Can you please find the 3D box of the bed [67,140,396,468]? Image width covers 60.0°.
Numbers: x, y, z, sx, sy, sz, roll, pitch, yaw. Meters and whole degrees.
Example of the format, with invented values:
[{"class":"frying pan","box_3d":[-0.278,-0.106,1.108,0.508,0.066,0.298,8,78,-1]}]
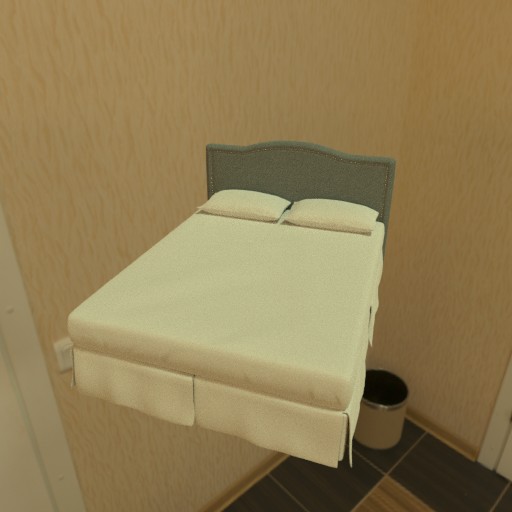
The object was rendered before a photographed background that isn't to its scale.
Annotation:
[{"class":"bed","box_3d":[0.000,0.000,3.889,2.161,1.457,2.689,9,28,17]}]
